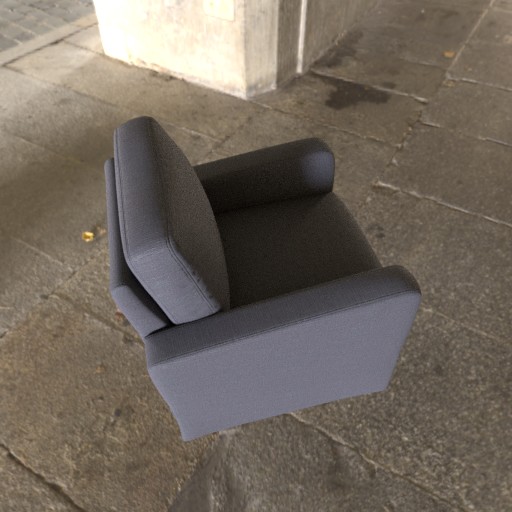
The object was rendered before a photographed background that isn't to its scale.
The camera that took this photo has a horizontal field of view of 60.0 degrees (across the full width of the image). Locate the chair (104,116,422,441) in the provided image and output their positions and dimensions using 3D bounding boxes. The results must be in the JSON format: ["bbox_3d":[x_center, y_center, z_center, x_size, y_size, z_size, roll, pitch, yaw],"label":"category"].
[{"bbox_3d":[0.000,0.000,1.509,0.863,0.855,0.798,-11,49,-10],"label":"chair"}]
